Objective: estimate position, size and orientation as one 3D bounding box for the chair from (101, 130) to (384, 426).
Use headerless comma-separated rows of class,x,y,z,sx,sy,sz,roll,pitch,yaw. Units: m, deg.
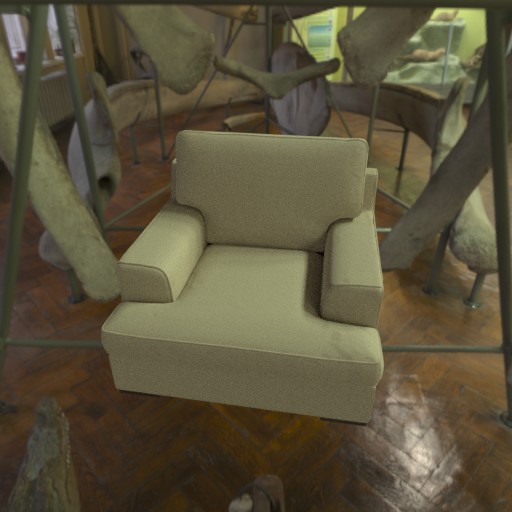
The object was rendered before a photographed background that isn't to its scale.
chair,0.000,0.000,2.190,1.293,1.005,1.274,1,31,2
